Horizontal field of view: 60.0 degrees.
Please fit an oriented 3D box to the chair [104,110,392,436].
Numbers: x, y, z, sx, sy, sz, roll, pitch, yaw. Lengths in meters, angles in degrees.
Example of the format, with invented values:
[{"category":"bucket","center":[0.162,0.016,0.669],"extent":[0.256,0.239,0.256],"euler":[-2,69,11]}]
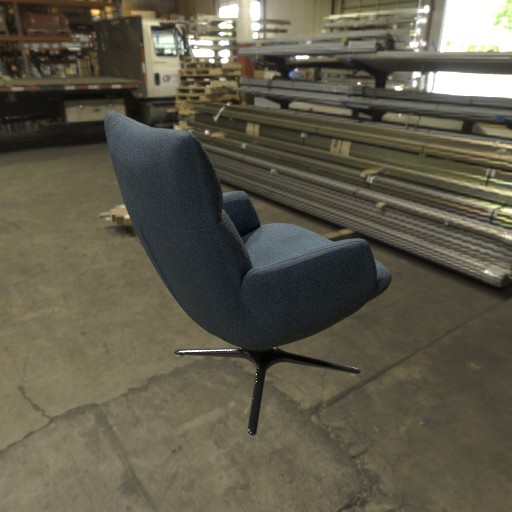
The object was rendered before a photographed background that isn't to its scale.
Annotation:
[{"category":"chair","center":[0.000,0.000,1.605],"extent":[0.889,1.016,0.711],"euler":[-17,30,-33]}]
